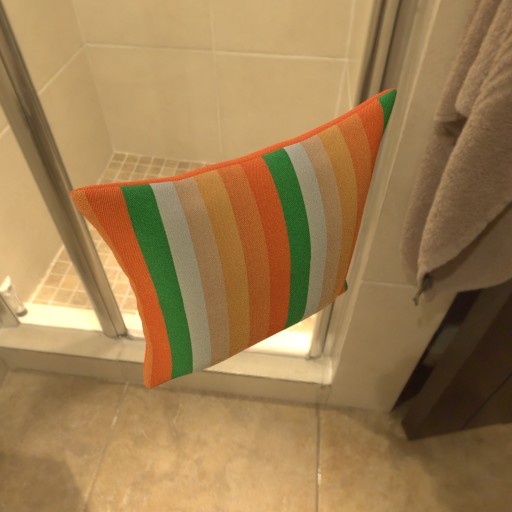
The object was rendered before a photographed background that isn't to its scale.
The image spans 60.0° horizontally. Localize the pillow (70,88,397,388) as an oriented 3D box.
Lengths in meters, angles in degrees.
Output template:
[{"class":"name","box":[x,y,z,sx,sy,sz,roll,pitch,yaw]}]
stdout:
[{"class":"pillow","box":[0.000,0.000,0.704,0.453,0.444,0.169,-23,51,-20]}]
